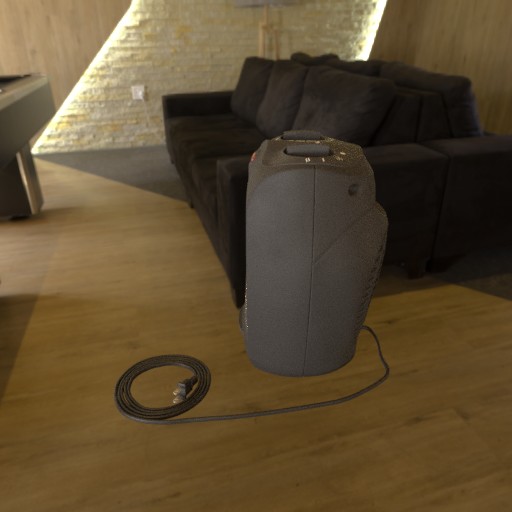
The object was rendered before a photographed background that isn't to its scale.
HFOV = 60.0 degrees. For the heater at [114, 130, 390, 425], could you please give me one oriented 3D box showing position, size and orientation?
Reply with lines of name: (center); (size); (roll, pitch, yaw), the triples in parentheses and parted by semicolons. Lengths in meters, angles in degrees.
heater: (0.000, 0.000, 0.470); (0.291, 0.240, 0.239); (0, 27, 0)
